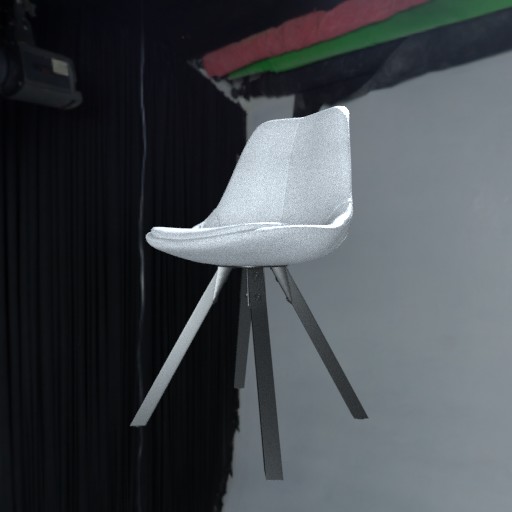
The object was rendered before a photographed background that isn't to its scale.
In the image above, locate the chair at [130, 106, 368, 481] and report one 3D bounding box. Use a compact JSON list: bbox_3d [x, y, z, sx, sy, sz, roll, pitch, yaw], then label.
[{"bbox_3d":[0.000,0.000,1.154,0.485,0.850,0.550,1,1,37],"label":"chair"}]
